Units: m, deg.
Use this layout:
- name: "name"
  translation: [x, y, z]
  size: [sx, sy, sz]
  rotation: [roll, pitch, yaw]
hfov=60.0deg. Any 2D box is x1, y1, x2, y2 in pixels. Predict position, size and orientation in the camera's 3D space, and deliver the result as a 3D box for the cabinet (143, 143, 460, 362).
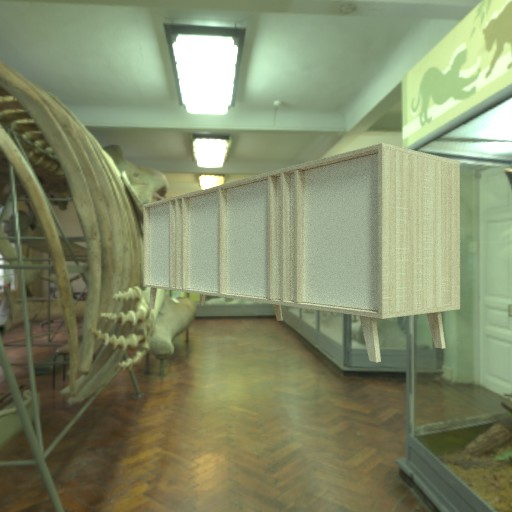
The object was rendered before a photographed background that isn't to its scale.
- name: "cabinet"
  translation: [0.000, 0.000, 2.585]
  size: [0.500, 0.780, 2.200]
  rotation: [0, 0, -36]
